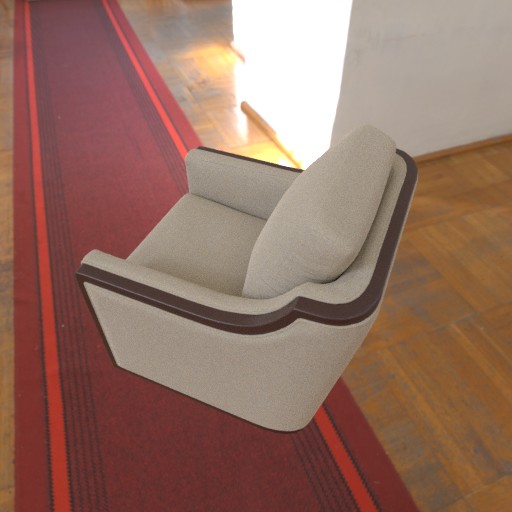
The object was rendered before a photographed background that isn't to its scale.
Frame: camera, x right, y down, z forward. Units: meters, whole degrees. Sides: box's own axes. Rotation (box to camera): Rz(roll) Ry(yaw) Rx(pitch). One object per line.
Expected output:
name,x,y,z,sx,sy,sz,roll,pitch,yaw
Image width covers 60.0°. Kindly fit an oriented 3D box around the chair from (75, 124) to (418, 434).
chair,0.000,0.000,1.654,0.950,0.930,0.870,17,48,16
